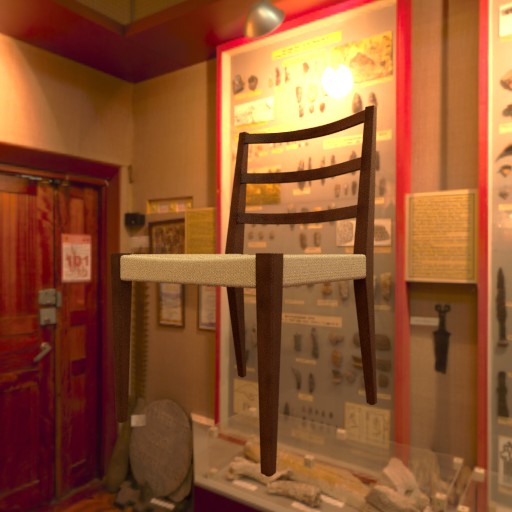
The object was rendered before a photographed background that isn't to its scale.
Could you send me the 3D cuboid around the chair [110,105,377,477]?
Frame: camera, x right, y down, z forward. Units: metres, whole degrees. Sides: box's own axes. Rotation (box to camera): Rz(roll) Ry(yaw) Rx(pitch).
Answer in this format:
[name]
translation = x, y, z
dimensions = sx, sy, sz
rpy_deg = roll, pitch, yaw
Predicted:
[chair]
translation = 0.000, 0.000, 1.157
dimensions = 0.480, 0.813, 0.551
rpy_deg = 0, 1, 36
